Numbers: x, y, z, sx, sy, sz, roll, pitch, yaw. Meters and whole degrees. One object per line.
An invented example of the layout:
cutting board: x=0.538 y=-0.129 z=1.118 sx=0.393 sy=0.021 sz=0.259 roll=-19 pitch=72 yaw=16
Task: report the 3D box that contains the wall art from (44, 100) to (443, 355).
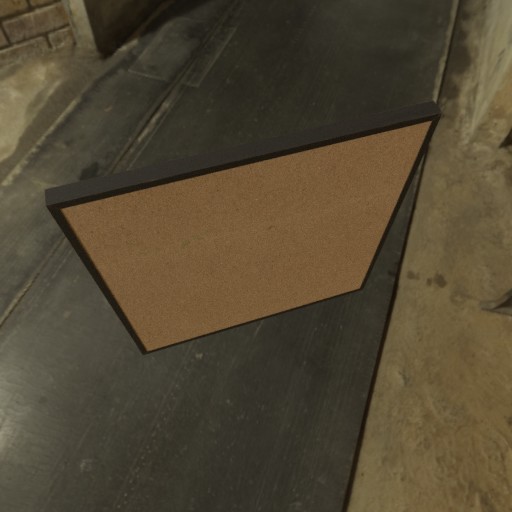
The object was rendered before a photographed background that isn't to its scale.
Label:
wall art: x=0.000 y=0.000 z=1.147 sx=0.762 sy=0.762 sz=0.038 roll=-15 pitch=60 yaw=-9
